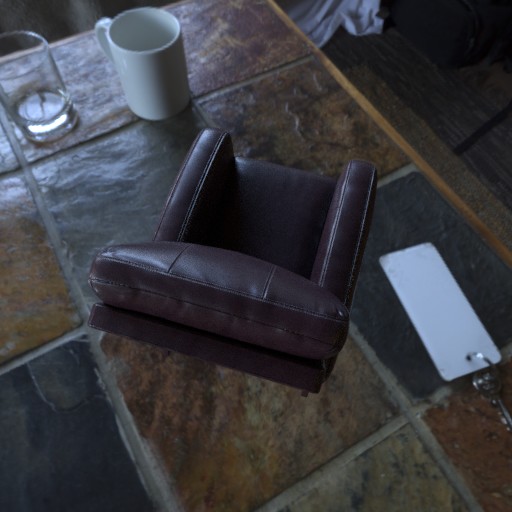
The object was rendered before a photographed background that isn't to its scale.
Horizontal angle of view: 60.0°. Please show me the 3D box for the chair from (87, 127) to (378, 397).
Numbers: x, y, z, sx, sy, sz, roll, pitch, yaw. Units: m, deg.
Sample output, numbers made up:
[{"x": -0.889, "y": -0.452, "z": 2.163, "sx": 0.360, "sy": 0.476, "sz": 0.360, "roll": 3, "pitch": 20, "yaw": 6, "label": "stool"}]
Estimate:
[{"x": 0.000, "y": 0.000, "z": 1.630, "sx": 0.762, "sy": 0.990, "sz": 0.990, "roll": 15, "pitch": 64, "yaw": 7, "label": "chair"}]
